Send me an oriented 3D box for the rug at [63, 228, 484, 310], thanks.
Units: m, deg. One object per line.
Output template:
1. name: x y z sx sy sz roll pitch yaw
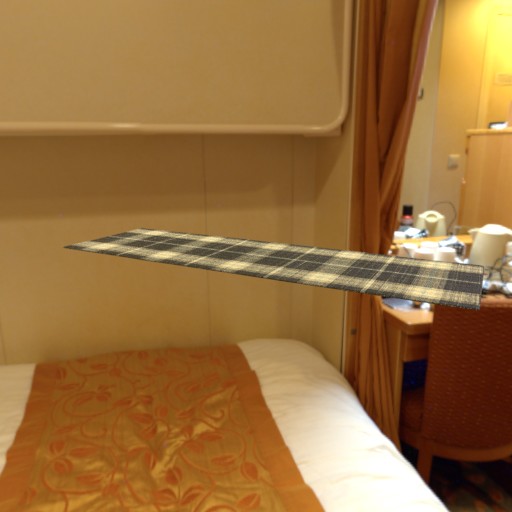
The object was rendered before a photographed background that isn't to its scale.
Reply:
1. rug: 0.000 0.000 2.654 2.434 0.012 0.760 7 16 27
